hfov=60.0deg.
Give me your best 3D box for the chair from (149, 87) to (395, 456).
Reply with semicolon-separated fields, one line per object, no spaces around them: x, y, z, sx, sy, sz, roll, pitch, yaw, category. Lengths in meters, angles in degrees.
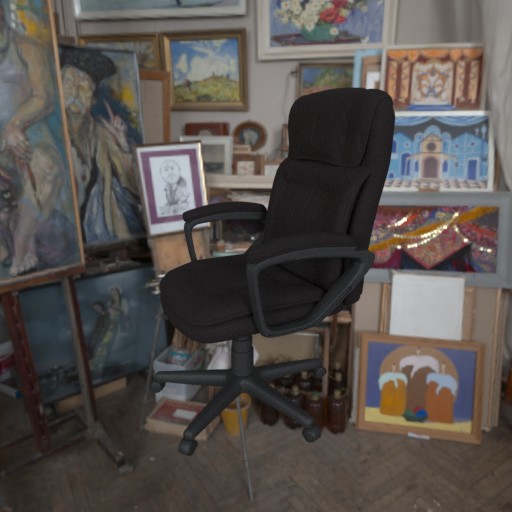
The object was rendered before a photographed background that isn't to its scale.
0.000;0.000;1.532;0.724;1.105;0.667;-8;19;-25;chair
